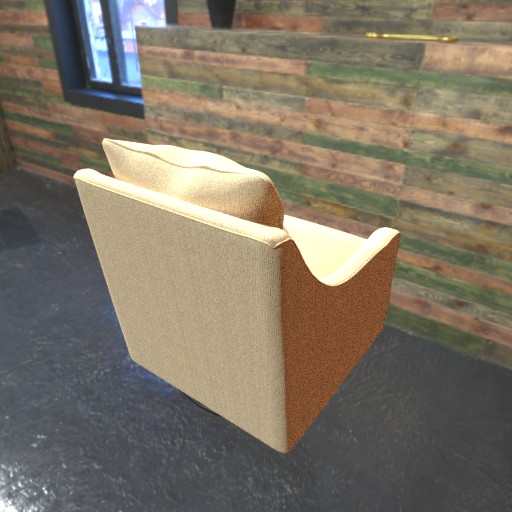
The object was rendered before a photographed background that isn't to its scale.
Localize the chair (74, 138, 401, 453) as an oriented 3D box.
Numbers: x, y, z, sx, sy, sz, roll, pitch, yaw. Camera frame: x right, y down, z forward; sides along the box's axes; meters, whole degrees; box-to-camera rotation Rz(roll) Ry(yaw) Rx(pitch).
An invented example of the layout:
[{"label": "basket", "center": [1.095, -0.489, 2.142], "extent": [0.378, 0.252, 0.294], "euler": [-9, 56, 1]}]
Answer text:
[{"label": "chair", "center": [0.000, 0.000, 1.599], "extent": [0.760, 0.927, 0.876], "euler": [20, 36, 31]}]
